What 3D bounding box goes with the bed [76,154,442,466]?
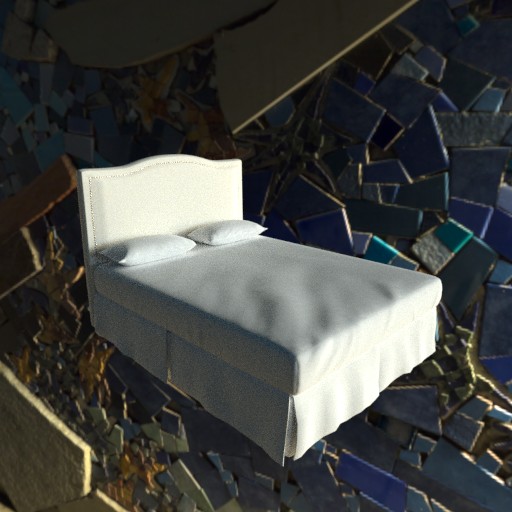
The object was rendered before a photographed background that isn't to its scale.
[{"bbox_3d":[0.000,0.000,3.414,2.282,1.436,1.821,15,22,43],"label":"bed"}]
